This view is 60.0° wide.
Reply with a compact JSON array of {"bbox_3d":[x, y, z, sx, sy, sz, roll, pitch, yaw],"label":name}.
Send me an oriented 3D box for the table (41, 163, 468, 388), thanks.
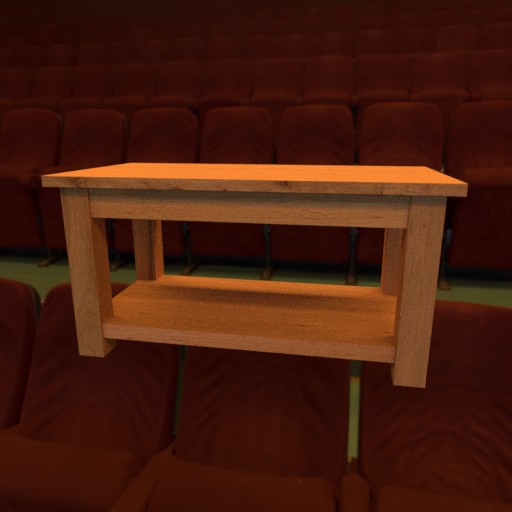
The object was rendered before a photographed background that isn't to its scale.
[{"bbox_3d":[0.000,0.000,1.191,0.899,0.452,0.450,3,16,10],"label":"table"}]
